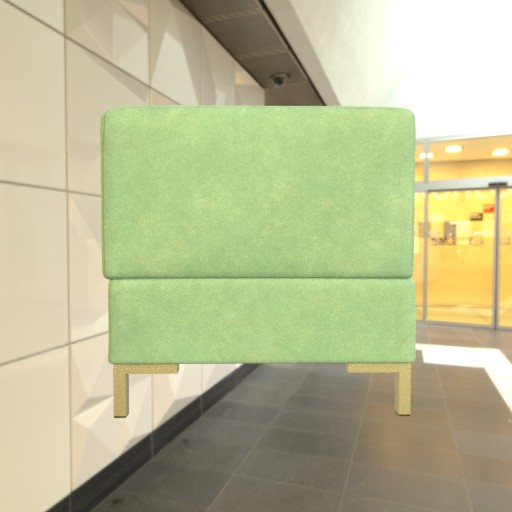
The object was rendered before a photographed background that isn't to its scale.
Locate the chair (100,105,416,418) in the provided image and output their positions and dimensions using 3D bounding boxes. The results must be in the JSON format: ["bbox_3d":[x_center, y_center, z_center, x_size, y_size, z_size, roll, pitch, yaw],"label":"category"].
[{"bbox_3d":[0.000,0.000,1.244,0.680,0.660,0.680,0,2,-1],"label":"chair"}]
